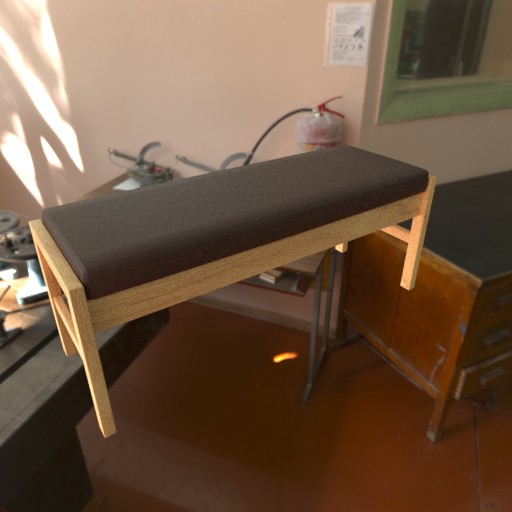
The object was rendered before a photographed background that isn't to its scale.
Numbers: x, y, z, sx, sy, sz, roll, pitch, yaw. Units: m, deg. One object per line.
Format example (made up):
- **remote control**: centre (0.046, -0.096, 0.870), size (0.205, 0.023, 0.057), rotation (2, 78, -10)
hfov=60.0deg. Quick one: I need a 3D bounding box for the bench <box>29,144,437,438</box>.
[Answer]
- **bench**: centre (0.000, 0.000, 1.437), size (1.200, 0.480, 0.405), rotation (-19, 34, -30)
